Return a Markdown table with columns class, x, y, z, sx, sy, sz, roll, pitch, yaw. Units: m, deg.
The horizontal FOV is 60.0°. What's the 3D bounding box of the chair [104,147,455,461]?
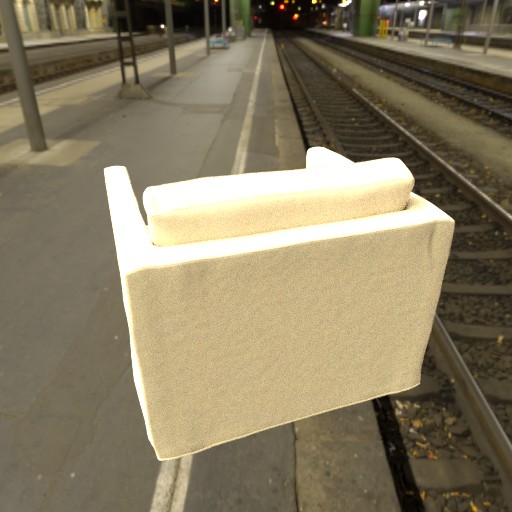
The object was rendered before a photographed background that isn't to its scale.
| class | x | y | z | sx | sy | sz | roll | pitch | yaw |
| --- | --- | --- | --- | --- | --- | --- | --- | --- | --- |
| chair | 0.000 | 0.000 | 1.746 | 1.057 | 0.851 | 0.947 | -10 | 29 | -17 |
